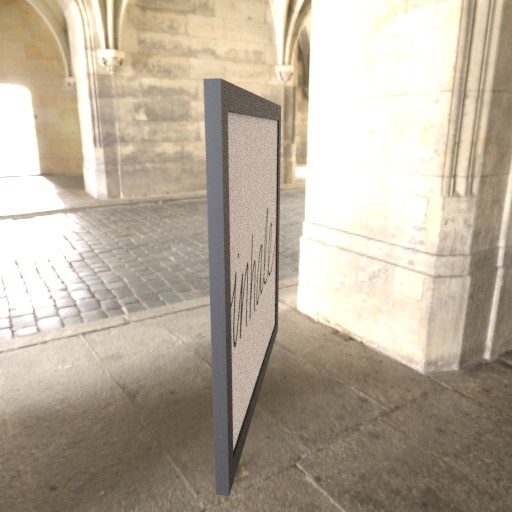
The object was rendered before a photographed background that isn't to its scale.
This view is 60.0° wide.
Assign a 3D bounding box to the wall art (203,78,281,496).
[{"bbox_3d":[0.000,0.000,0.525,0.013,0.356,0.356,3,16,10],"label":"wall art"}]
